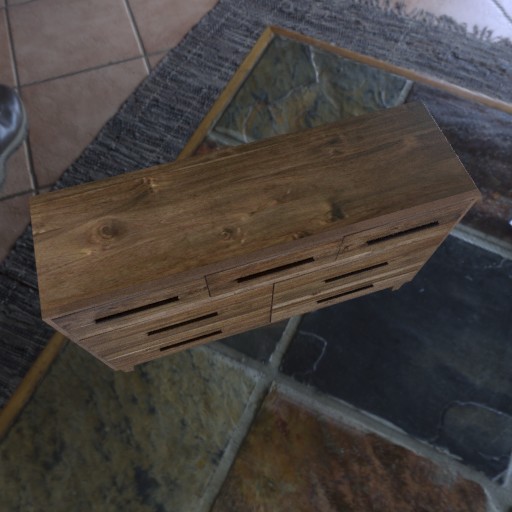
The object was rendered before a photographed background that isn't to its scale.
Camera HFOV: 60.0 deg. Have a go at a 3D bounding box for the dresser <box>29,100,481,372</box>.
[{"bbox_3d":[0.000,0.000,1.822,1.400,0.873,0.446,-16,65,-7],"label":"dresser"}]
